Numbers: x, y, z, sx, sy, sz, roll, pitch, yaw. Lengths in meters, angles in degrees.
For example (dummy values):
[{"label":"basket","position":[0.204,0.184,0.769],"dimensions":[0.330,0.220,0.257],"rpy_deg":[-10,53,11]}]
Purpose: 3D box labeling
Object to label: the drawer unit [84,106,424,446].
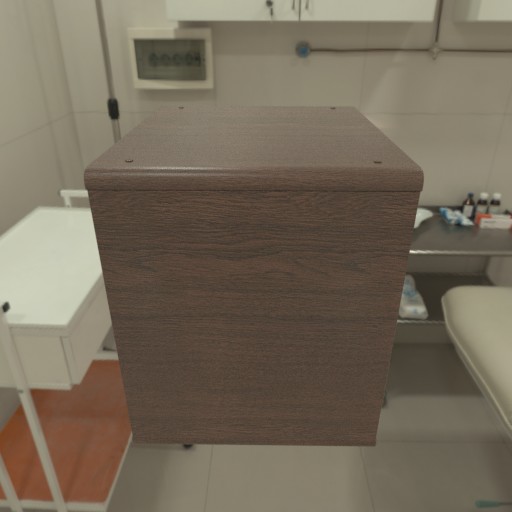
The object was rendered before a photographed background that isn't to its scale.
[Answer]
[{"label":"drawer unit","position":[0.000,0.000,0.604],"dimensions":[0.290,0.344,0.344],"rpy_deg":[0,28,1]}]
